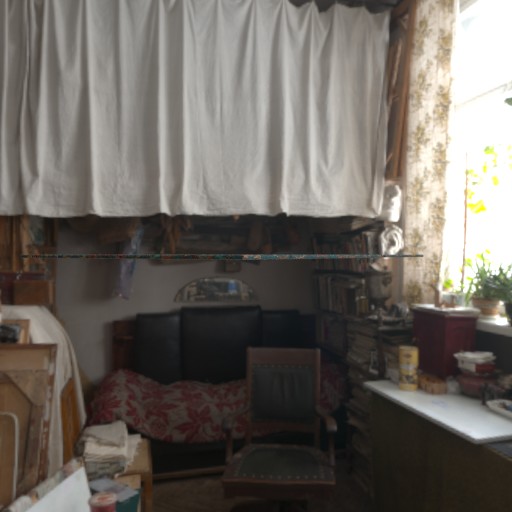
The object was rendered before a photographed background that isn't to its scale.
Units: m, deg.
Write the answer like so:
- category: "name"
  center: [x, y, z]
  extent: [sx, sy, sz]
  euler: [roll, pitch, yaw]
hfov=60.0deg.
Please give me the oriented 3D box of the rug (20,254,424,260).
- category: "rug"
  center: [0.000, 0.000, 2.317]
  extent: [1.216, 0.014, 1.836]
  euler: [0, 0, 35]
